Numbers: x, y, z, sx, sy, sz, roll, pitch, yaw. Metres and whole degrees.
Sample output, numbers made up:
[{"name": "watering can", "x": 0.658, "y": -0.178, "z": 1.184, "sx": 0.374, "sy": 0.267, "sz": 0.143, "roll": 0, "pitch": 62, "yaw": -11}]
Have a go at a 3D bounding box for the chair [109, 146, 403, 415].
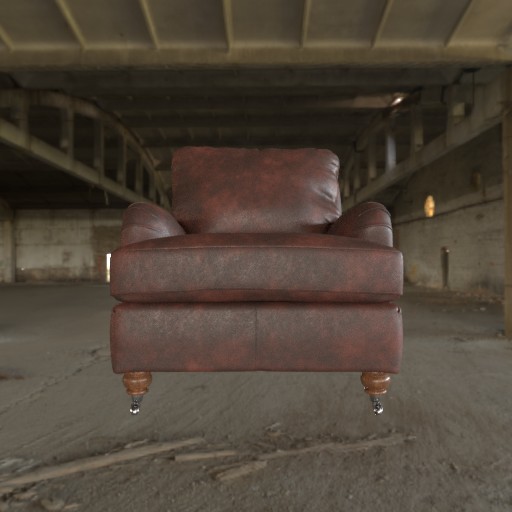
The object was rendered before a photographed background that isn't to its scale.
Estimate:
[{"name": "chair", "x": 0.000, "y": 0.000, "z": 1.961, "sx": 0.987, "sy": 1.051, "sz": 1.156, "roll": 0, "pitch": -1, "yaw": 0}]
